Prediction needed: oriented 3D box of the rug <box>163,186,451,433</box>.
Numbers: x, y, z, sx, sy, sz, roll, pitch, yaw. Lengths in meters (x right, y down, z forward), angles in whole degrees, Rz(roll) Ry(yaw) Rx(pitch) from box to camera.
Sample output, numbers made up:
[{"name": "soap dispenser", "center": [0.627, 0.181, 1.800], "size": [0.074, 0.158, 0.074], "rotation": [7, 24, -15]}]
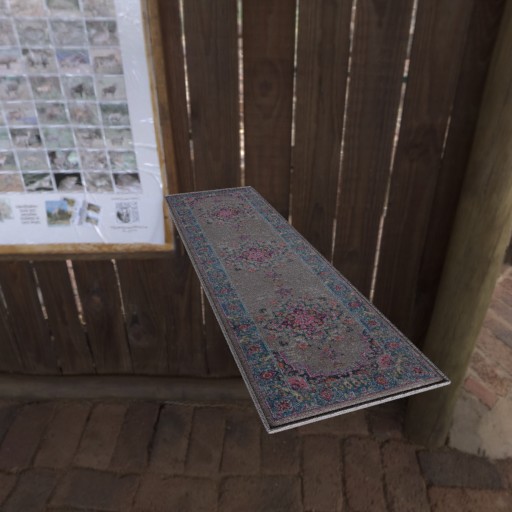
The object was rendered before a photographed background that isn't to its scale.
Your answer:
[{"name": "rug", "center": [0.000, 0.000, 1.942], "size": [0.553, 0.012, 1.827], "rotation": [-9, 29, -16]}]
